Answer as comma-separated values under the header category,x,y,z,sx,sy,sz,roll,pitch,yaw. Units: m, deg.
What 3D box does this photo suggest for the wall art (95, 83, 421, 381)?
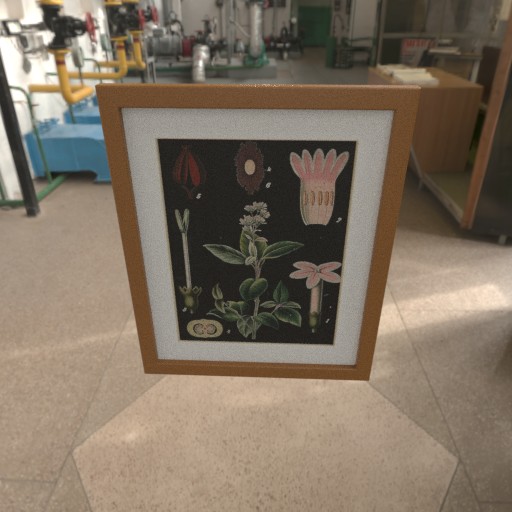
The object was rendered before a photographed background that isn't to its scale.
category,x,y,z,sx,sy,sz,roll,pitch,yaw
wall art,0.000,0.000,0.755,0.449,0.550,0.021,1,30,2
